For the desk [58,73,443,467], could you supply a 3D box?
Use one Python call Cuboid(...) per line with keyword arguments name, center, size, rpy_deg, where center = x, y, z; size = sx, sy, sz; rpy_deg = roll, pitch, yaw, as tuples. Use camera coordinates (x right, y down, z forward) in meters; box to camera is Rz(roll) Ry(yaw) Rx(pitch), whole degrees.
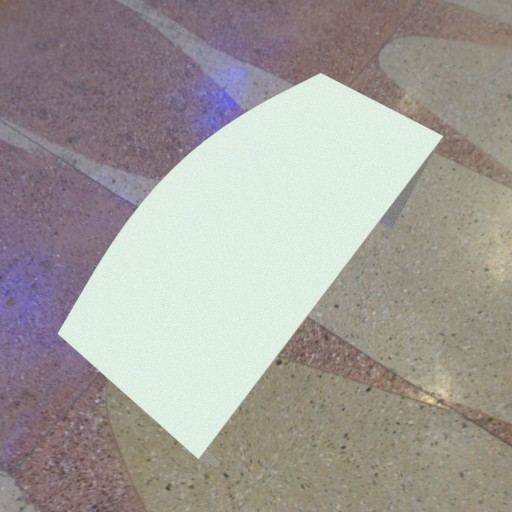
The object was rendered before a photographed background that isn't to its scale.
Cuboid(name="desk", center=(0.000, 0.000, 2.064), size=(0.802, 0.750, 1.600), rpy_deg=(35, 68, 16))
